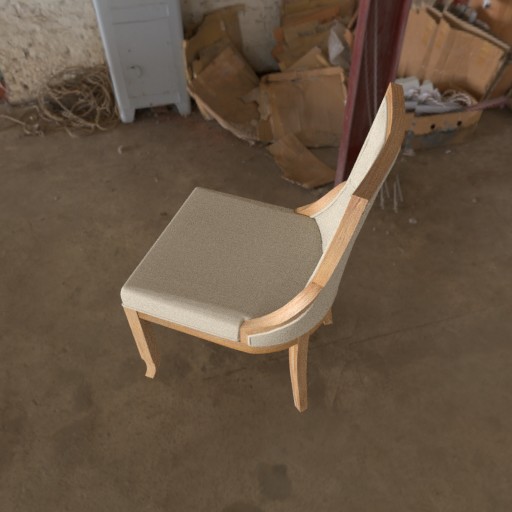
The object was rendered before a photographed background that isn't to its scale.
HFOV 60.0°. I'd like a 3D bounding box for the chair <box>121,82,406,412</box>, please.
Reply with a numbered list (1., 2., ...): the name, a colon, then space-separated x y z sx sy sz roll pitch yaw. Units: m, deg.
1. chair: 0.000 0.000 1.316 0.641 0.947 0.524 15 48 14
